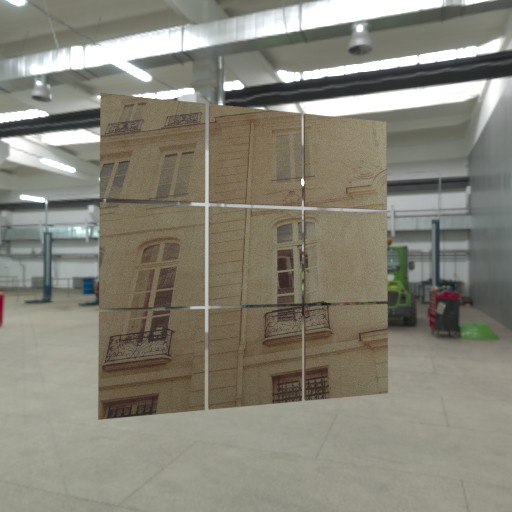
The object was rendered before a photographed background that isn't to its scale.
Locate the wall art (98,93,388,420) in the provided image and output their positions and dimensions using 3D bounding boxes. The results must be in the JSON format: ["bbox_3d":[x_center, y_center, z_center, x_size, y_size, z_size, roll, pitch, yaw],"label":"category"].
[{"bbox_3d":[0.000,0.000,1.372,0.915,0.913,0.018,0,-1,-16],"label":"wall art"}]
